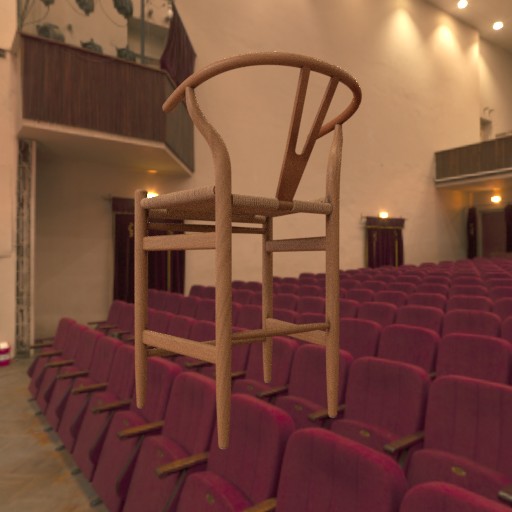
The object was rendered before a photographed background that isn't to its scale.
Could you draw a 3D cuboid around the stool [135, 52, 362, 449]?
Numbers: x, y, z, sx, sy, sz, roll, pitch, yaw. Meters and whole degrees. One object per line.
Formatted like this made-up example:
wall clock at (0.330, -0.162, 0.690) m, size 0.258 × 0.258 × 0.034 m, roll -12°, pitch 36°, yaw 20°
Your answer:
stool at (0.000, 0.000, 1.273) m, size 0.536 × 0.923 × 0.575 m, roll 0°, pitch 0°, yaw -35°
